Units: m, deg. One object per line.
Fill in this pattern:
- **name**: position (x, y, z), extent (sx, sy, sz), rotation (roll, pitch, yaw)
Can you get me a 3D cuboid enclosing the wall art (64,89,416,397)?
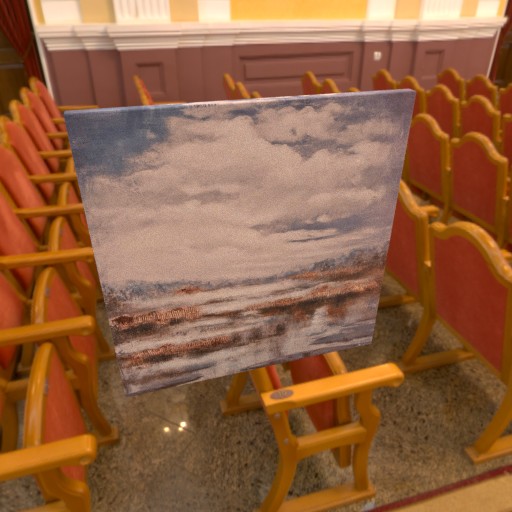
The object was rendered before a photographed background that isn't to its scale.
- **wall art**: position (0.000, 0.000, 1.503), extent (1.010, 1.020, 0.040), rotation (-9, 32, -14)
